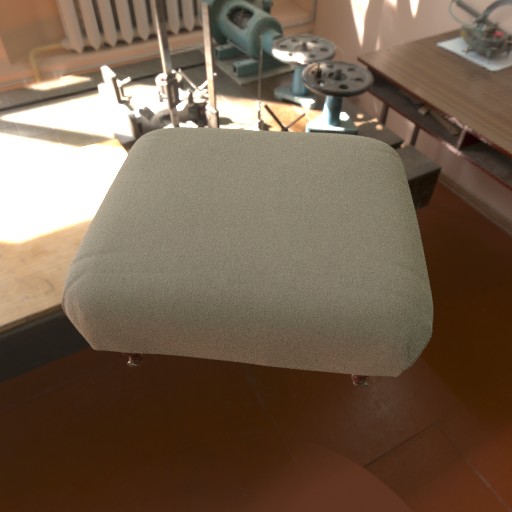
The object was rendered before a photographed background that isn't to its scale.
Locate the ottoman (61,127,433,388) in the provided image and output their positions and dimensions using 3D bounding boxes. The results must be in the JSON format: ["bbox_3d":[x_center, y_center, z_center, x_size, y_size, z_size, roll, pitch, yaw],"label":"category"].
[{"bbox_3d":[0.000,0.000,1.133,0.746,0.450,0.639,4,47,4],"label":"ottoman"}]
